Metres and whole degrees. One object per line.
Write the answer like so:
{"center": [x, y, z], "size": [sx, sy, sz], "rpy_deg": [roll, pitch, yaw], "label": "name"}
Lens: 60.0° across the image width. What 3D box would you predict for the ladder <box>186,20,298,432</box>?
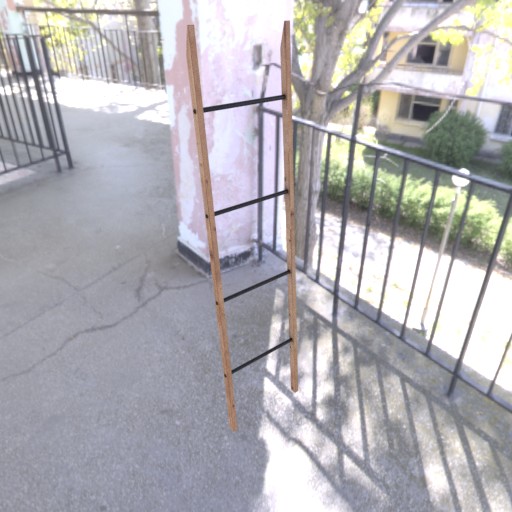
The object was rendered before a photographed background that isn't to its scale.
{"center": [0.000, 0.000, 1.942], "size": [0.442, 1.805, 0.200], "rpy_deg": [-22, 37, -32], "label": "ladder"}
